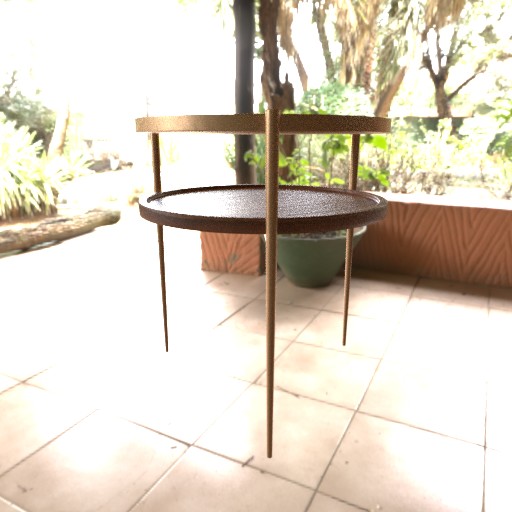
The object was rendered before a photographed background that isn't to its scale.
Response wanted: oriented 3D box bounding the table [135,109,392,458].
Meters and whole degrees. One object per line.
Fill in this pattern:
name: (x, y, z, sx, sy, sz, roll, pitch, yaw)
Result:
table: (0.000, 0.000, 0.825, 0.456, 0.493, 0.430, 7, 17, 25)
